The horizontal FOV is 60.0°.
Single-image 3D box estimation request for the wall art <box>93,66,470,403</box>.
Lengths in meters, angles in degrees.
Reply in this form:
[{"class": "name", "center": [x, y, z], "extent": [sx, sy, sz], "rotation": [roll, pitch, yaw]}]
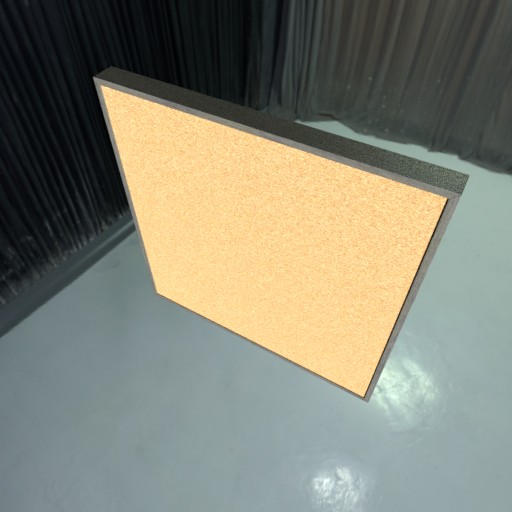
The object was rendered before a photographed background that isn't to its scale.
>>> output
[{"class": "wall art", "center": [0.000, 0.000, 0.737], "extent": [0.507, 0.507, 0.037], "rotation": [23, 52, 19]}]
